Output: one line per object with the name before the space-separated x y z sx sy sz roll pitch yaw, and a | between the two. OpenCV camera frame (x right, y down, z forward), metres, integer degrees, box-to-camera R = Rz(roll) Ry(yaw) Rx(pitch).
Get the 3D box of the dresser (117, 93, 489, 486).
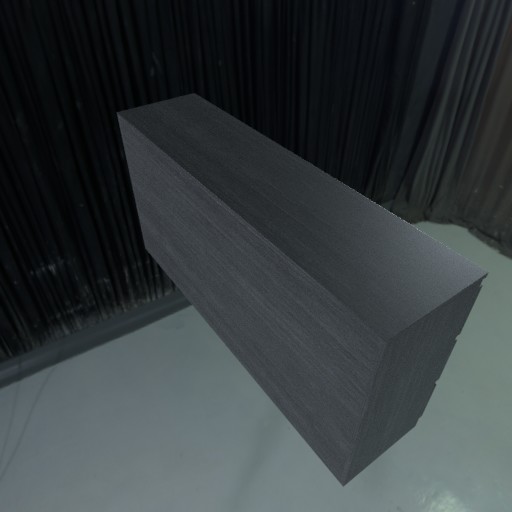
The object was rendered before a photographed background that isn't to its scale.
dresser | 0.000 0.000 1.851 0.400 0.795 1.590 -25 47 -26
